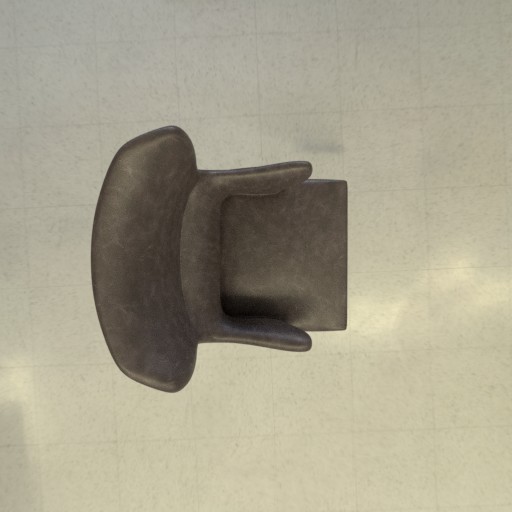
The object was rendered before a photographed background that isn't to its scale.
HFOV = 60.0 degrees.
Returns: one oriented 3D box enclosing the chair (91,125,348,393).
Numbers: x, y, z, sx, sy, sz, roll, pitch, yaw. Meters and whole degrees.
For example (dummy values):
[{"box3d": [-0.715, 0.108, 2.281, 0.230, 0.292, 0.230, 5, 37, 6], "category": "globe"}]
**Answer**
[{"box3d": [0.000, 0.000, 1.460, 0.717, 1.037, 0.594, 0, 91, 0], "category": "chair"}]
